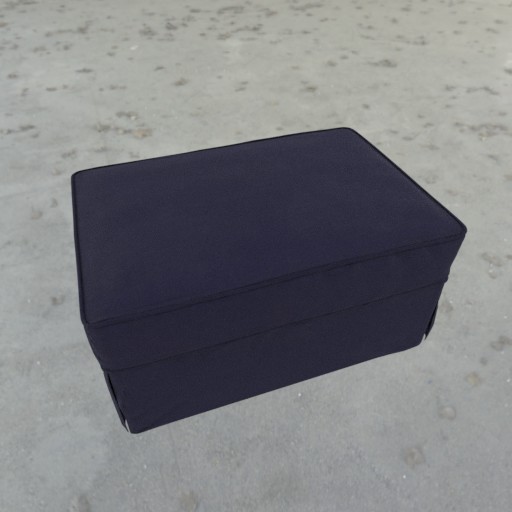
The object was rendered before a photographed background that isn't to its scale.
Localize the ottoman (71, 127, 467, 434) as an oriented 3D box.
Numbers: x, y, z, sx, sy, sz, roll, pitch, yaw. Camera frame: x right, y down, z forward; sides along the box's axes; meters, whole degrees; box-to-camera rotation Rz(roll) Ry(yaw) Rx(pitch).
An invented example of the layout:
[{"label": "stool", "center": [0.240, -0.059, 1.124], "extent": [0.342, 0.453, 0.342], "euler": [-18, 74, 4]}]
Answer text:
[{"label": "ottoman", "center": [0.000, 0.000, 1.300], "extent": [0.938, 0.503, 0.637], "euler": [-13, 43, -14]}]
